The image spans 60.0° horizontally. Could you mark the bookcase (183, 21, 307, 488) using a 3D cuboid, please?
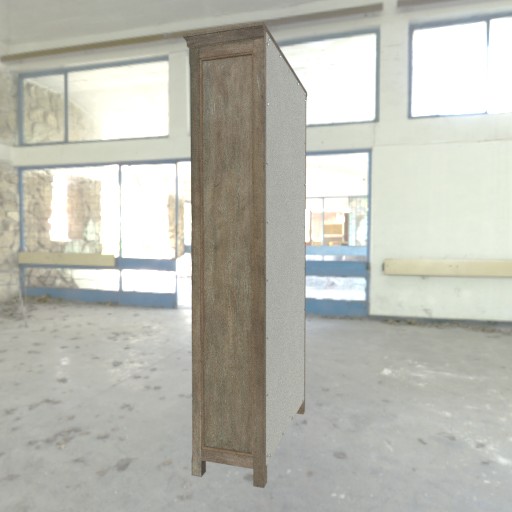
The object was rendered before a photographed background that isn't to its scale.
[{"bbox_3d":[0.000,0.000,2.247,0.348,1.880,0.906,1,2,18],"label":"bookcase"}]
